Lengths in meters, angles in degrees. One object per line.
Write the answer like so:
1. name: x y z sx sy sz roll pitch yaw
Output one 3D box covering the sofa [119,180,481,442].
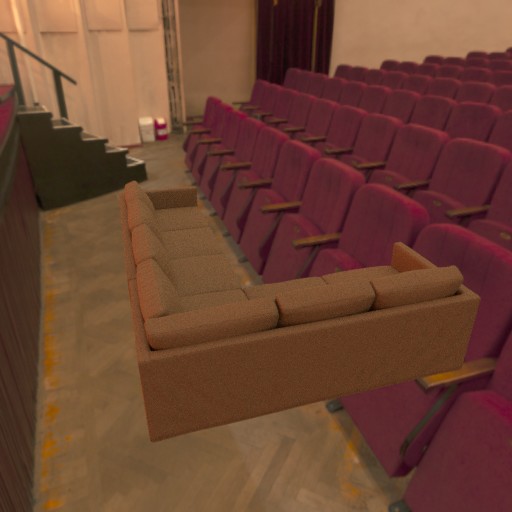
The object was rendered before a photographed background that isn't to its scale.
1. sofa: 0.000 0.000 4.324 2.432 0.871 3.182 -8 28 -15
